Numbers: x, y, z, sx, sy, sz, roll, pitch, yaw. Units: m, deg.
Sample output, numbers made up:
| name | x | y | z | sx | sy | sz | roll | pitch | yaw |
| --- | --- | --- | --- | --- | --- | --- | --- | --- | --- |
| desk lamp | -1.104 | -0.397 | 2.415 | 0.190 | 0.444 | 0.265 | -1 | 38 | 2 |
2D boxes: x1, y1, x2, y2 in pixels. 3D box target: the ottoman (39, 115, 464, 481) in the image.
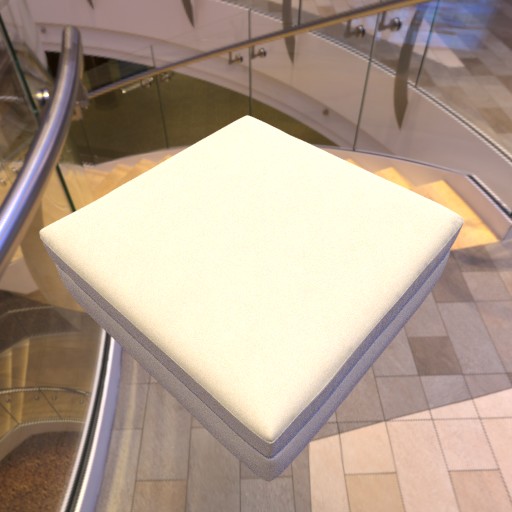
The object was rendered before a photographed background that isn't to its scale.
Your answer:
| name | x | y | z | sx | sy | sz | roll | pitch | yaw |
| --- | --- | --- | --- | --- | --- | --- | --- | --- | --- |
| ottoman | 0.000 | 0.000 | 1.766 | 1.167 | 0.482 | 1.163 | 33 | 55 | 27 |
